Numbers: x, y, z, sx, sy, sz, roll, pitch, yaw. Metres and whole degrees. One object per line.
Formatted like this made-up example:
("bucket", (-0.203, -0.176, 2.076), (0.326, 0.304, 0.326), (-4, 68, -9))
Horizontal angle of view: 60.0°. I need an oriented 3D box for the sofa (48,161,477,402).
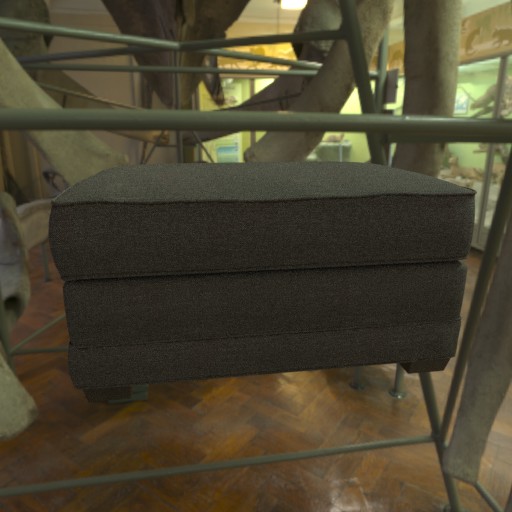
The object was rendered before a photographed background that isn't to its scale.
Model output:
("sofa", (0.000, 0.000, 1.157), (0.854, 0.457, 0.578), (-3, 17, -8))
